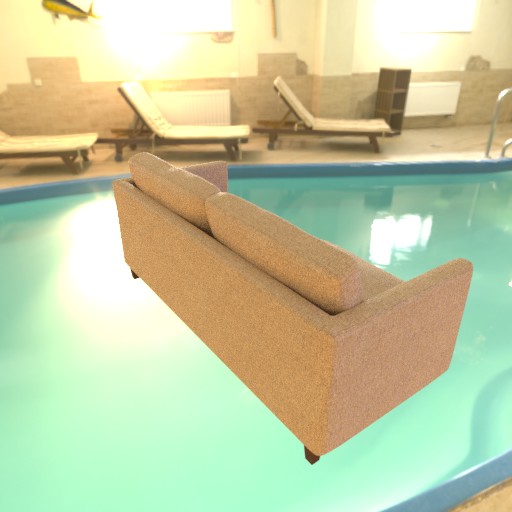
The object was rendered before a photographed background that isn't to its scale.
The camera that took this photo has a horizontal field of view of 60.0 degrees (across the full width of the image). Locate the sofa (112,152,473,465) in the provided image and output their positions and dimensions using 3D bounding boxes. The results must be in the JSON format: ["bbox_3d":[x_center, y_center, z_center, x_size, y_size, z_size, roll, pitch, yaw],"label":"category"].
[{"bbox_3d":[0.000,0.000,2.687,0.951,0.965,2.208,-18,32,-31],"label":"sofa"}]
